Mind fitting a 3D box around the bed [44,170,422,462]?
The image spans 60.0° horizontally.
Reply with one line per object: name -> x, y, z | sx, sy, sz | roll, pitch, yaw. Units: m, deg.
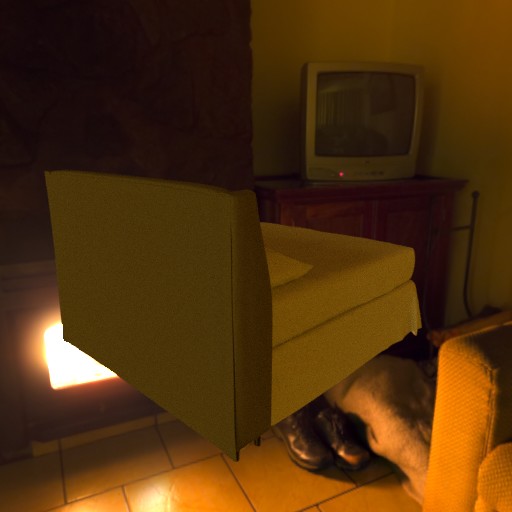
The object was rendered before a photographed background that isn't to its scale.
bed -> 0.000, 0.000, 3.363 | 1.925, 1.332, 2.276 | 14, 20, 42
